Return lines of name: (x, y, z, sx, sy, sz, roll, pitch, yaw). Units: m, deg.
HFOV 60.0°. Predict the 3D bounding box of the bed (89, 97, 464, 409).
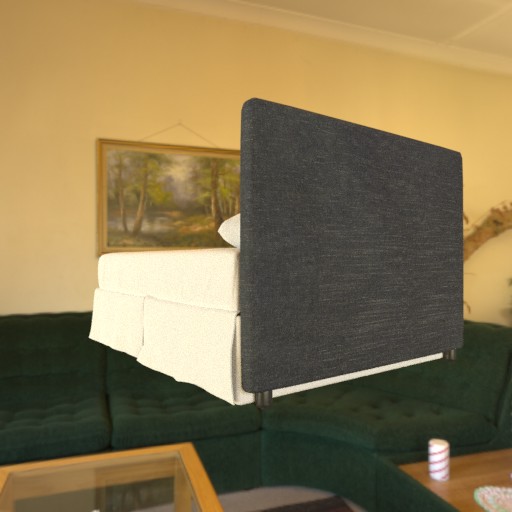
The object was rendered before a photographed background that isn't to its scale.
bed: (0.000, 0.000, 3.135, 1.723, 1.330, 2.142, 0, -1, -36)
